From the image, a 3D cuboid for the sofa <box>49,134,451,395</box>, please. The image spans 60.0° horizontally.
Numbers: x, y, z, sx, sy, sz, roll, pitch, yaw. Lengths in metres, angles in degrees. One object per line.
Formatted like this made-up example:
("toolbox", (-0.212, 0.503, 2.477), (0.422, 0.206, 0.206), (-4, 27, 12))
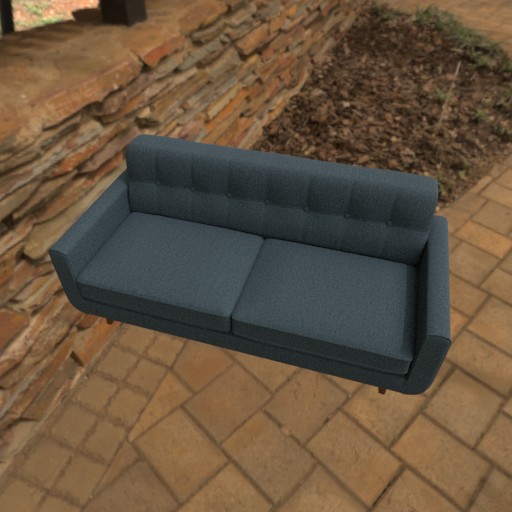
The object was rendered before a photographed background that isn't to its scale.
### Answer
("sofa", (0.000, 0.000, 2.565), (2.055, 0.884, 0.942), (11, 44, 12))
